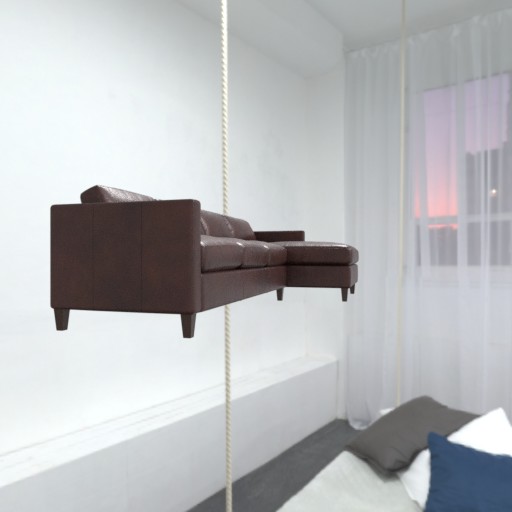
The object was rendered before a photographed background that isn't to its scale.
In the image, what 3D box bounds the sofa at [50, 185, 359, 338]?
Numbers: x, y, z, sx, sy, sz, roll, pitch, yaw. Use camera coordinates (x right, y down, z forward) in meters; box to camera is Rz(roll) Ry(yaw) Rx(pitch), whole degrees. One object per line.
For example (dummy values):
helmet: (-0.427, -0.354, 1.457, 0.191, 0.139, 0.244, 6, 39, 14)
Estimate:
sofa: (0.000, 0.000, 3.908, 1.581, 0.883, 3.203, 0, 0, 17)
